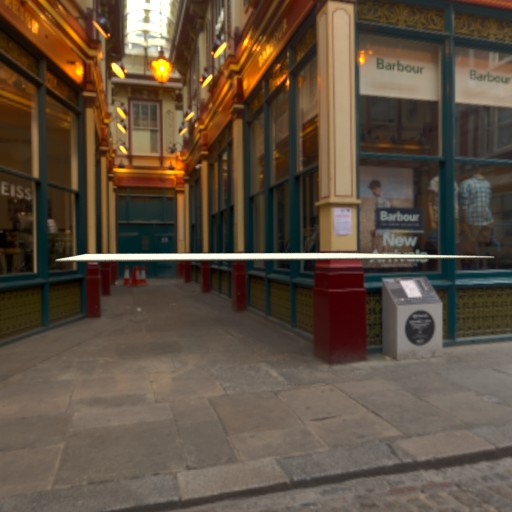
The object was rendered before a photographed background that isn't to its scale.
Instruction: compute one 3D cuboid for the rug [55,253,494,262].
[{"bbox_3d":[0.000,0.000,4.208,3.204,0.016,2.452,0,1,-17],"label":"rug"}]
